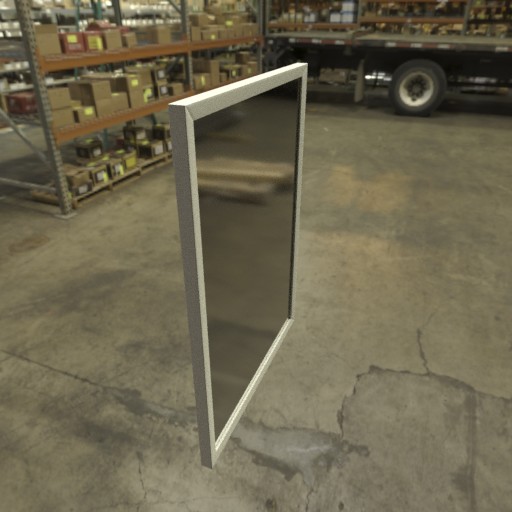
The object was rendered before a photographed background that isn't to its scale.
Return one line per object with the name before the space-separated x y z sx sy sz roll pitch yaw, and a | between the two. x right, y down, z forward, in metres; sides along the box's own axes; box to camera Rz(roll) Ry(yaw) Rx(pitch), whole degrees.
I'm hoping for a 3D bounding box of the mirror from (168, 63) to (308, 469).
mirror | 0.000 0.000 1.352 0.040 1.016 0.762 11 31 20
